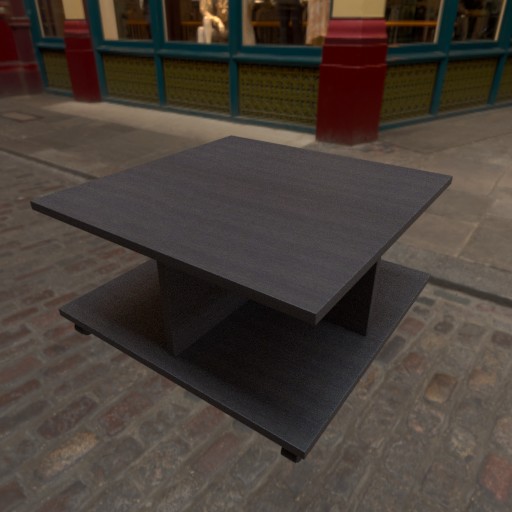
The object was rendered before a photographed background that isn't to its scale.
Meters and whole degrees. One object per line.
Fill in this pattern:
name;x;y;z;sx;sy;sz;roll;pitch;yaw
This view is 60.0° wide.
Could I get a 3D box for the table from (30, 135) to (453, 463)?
table;0.000;0.000;1.213;0.762;0.396;0.762;19;34;31
